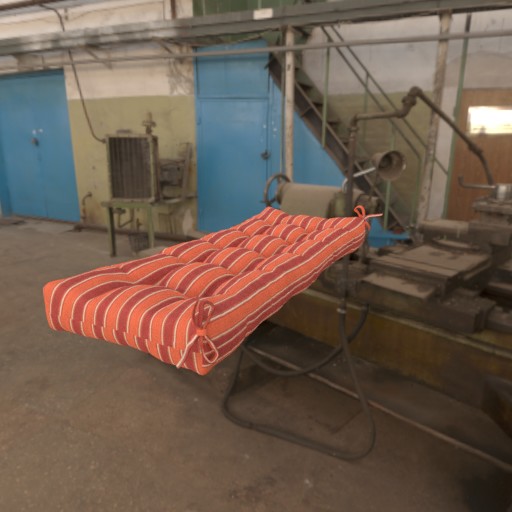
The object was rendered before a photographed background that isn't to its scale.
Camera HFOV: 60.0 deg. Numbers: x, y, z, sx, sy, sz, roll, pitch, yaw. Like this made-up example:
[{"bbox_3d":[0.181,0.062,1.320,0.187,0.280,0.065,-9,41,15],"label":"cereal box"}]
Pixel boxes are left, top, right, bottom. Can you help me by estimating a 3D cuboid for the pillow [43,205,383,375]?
[{"bbox_3d":[0.000,0.000,1.342,0.511,0.174,1.194,8,18,27],"label":"pillow"}]
